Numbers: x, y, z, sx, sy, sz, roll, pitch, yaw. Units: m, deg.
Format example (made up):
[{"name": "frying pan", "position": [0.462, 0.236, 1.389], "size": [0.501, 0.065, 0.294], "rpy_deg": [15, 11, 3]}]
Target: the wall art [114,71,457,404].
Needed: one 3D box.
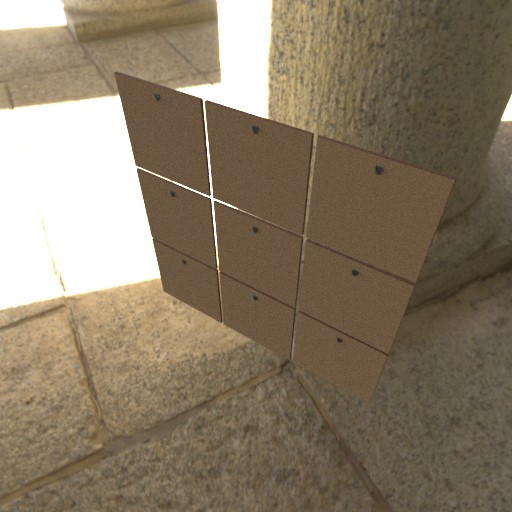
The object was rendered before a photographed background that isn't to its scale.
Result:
[{"name": "wall art", "position": [0.000, 0.000, 1.800], "size": [1.221, 1.218, 0.019], "rpy_deg": [25, 50, 23]}]
